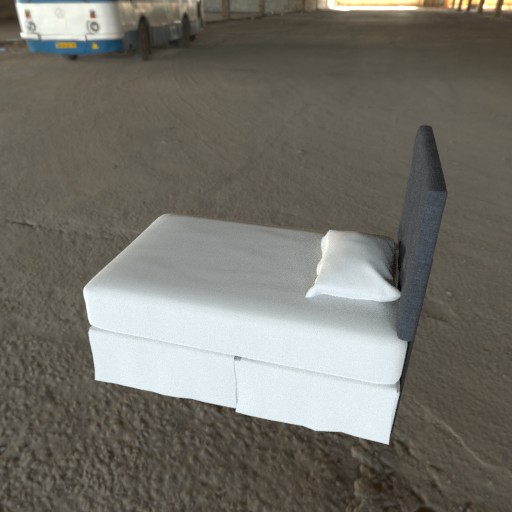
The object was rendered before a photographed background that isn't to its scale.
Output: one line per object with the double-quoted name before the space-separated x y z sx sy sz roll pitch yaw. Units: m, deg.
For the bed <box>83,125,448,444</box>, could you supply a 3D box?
"bed" 0.000 0.000 2.917 1.997 1.571 1.261 8 31 13
